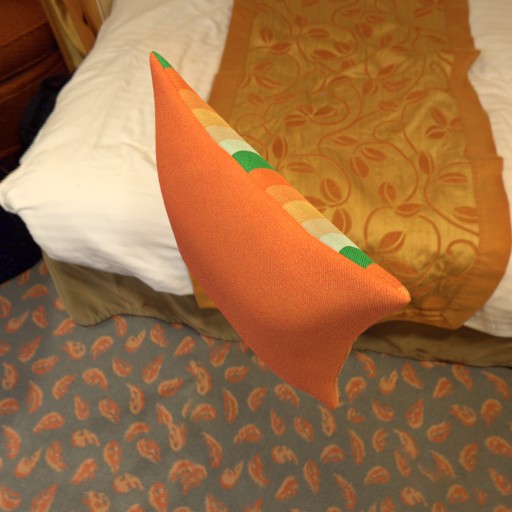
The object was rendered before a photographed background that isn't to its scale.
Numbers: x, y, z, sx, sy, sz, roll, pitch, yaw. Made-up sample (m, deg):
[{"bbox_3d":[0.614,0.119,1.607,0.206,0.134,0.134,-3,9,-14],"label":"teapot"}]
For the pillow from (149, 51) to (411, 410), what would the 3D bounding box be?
[{"bbox_3d":[0.000,0.000,0.676,0.169,0.444,0.453,-33,64,-18],"label":"pillow"}]
